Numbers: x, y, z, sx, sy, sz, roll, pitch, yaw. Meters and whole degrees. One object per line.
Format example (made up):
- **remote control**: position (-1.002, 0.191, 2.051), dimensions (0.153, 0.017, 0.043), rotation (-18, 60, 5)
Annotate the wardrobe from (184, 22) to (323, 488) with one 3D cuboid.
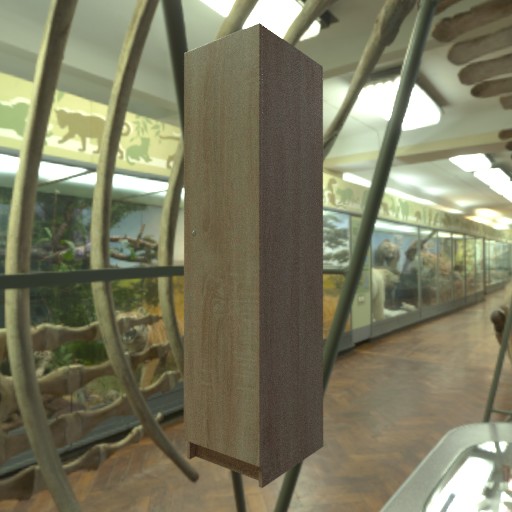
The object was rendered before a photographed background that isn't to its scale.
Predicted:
- **wardrobe**: position (0.000, 0.000, 2.388), dimensions (0.496, 2.117, 0.588), rotation (0, -1, 38)
